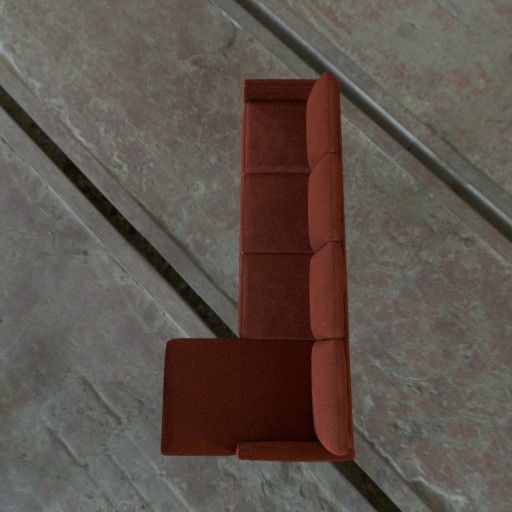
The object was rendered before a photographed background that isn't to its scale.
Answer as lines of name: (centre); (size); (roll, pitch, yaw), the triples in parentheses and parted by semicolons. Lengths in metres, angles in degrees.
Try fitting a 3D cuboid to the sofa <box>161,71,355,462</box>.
sofa: (0.000, 0.000, 3.460); (1.350, 0.810, 2.932); (1, 76, 0)
